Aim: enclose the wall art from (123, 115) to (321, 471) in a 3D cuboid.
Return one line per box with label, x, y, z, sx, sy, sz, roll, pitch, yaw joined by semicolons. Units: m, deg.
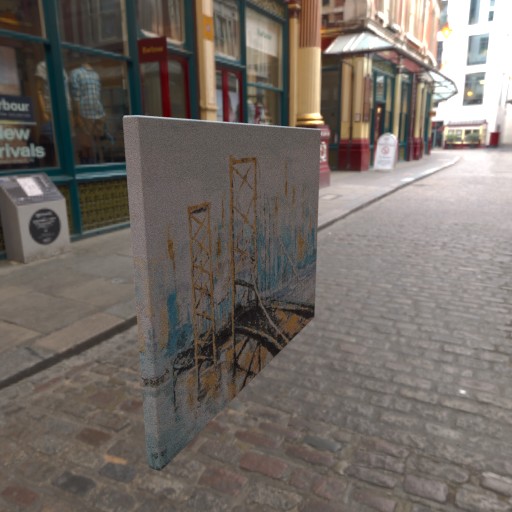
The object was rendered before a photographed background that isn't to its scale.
wall art;0.000;0.000;1.341;0.038;0.762;1.016;7;16;26
